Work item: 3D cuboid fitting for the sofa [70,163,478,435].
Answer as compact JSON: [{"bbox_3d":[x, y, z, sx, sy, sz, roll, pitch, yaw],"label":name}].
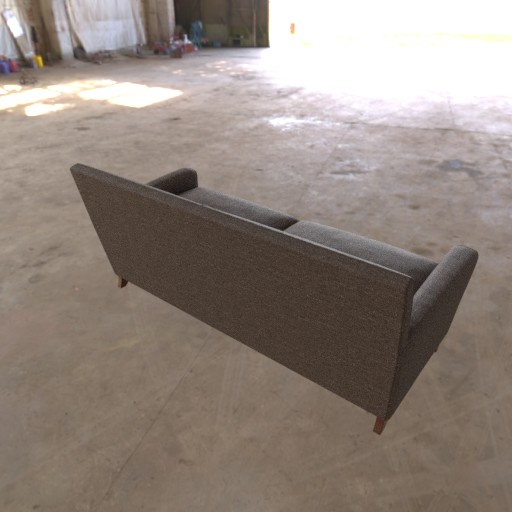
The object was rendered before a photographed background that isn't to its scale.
[{"bbox_3d":[0.000,0.000,2.382,1.976,0.846,0.875,22,36,33],"label":"sofa"}]
